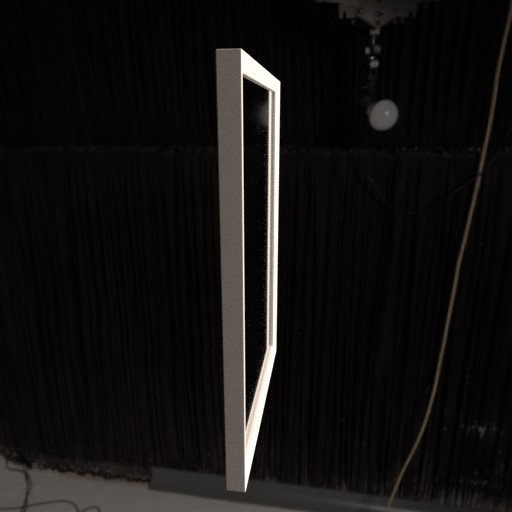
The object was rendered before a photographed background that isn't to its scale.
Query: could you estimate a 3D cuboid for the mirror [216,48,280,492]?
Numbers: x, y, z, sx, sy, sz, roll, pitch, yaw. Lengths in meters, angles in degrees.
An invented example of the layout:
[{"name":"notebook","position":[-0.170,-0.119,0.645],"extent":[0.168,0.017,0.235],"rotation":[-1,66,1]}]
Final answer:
[{"name":"mirror","position":[0.000,0.000,0.914],"extent":[0.039,0.710,0.507],"rotation":[3,17,8]}]
